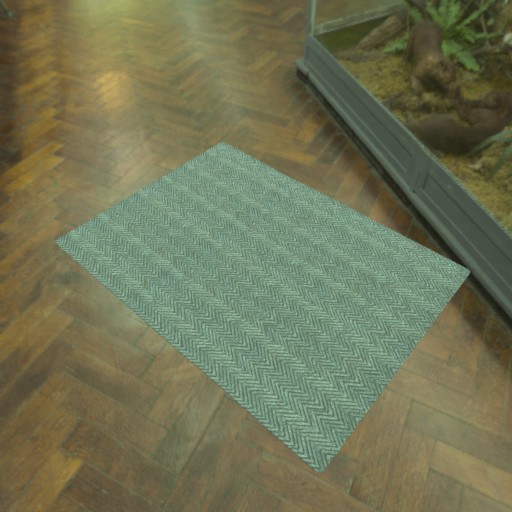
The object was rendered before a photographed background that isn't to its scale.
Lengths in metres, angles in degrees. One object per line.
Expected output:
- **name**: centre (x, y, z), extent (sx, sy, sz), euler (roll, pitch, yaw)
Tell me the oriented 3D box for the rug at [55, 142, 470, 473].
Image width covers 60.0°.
- **rug**: centre (0.000, 0.000, 5.180), extent (3.957, 0.011, 2.894), euler (33, 55, 27)
